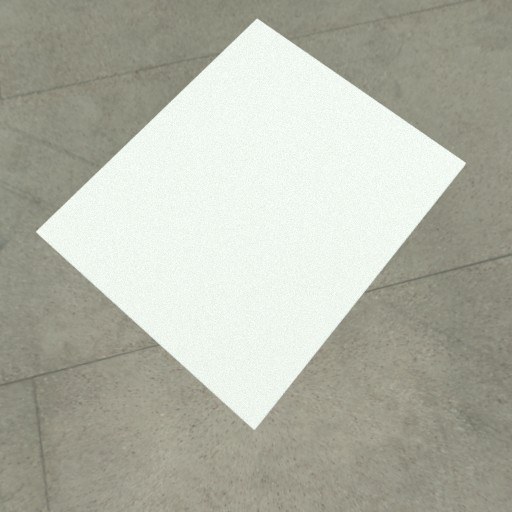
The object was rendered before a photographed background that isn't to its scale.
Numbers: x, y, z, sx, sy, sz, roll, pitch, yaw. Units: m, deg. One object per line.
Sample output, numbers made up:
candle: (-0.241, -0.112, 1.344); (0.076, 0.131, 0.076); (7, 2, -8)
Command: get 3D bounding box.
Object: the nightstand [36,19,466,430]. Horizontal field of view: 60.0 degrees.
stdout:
nightstand: (0.000, 0.000, 0.932); (0.402, 0.623, 0.479); (39, 78, 10)
